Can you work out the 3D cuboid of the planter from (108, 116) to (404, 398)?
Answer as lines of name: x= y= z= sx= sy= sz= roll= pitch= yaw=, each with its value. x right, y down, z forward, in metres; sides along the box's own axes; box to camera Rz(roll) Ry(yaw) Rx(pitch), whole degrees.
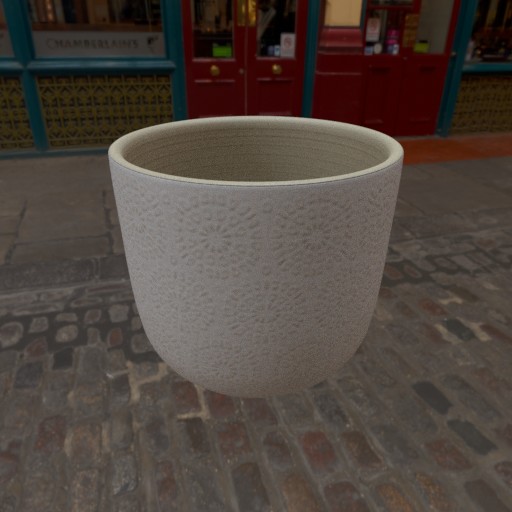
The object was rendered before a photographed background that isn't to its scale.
planter: x=0.000 y=0.000 z=0.367 sx=0.208 sy=0.190 sz=0.208 roll=0 pitch=27 yaw=0
